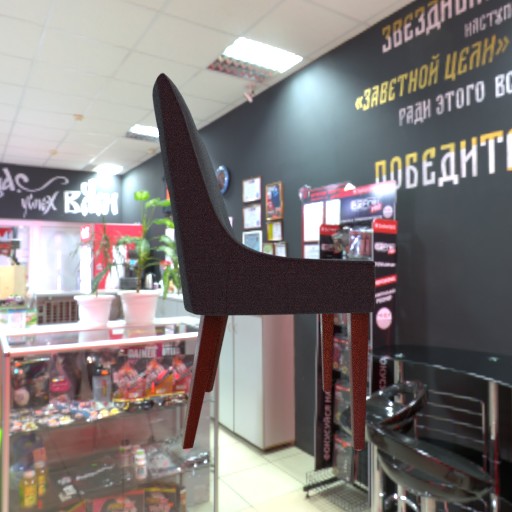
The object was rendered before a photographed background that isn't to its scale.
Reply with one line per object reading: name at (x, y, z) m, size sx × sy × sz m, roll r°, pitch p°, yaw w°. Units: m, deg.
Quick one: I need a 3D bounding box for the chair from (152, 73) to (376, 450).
chair at (0.000, 0.000, 1.202) m, size 0.544 × 0.861 × 0.529 m, roll 0°, pitch -1°, yaw 0°
